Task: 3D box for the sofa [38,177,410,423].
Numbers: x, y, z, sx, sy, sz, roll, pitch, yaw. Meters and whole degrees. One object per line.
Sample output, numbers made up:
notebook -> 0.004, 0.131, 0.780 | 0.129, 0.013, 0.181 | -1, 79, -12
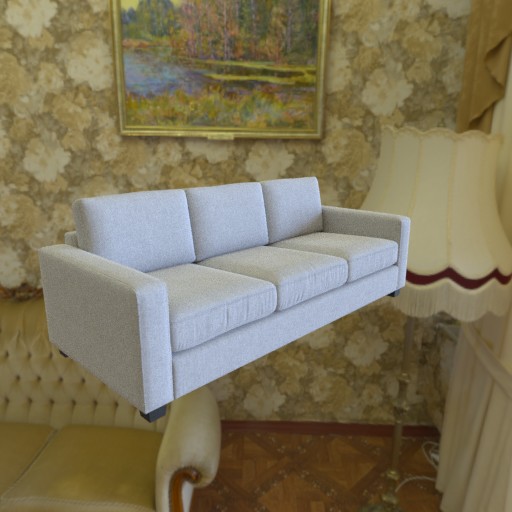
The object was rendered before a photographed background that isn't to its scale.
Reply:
sofa -> 0.000, 0.000, 2.597 | 0.900, 0.800, 2.120 | 14, 20, 42
